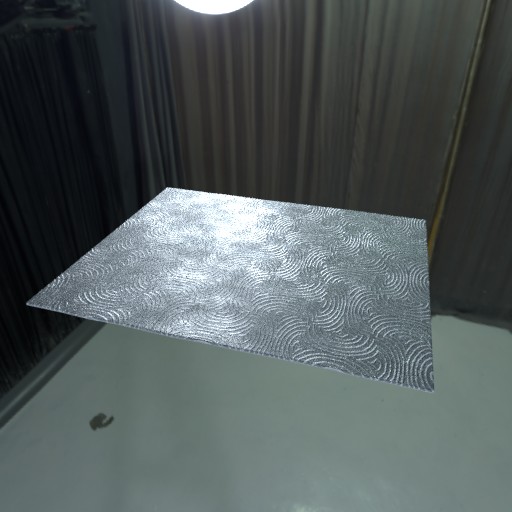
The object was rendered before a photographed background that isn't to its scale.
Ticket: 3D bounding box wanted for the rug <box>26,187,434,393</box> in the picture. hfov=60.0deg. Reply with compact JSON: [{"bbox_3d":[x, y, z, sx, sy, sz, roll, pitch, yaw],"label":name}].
[{"bbox_3d":[0.000,0.000,4.103,3.042,0.021,2.456,9,33,14],"label":"rug"}]
